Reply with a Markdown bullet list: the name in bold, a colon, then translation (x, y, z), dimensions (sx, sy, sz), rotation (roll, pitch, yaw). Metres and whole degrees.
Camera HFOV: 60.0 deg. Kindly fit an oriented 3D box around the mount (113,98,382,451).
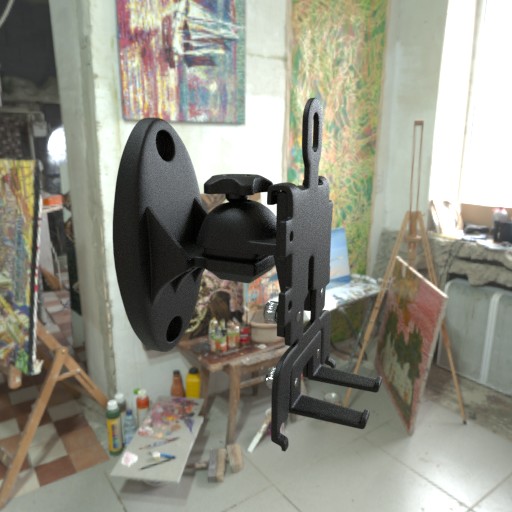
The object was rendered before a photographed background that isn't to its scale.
- **mount**: translation (0.000, 0.000, 0.177), dimensions (0.100, 0.118, 0.066), rotation (7, 16, 24)
